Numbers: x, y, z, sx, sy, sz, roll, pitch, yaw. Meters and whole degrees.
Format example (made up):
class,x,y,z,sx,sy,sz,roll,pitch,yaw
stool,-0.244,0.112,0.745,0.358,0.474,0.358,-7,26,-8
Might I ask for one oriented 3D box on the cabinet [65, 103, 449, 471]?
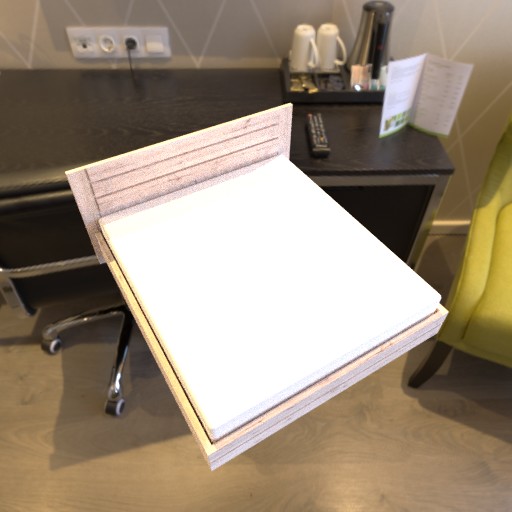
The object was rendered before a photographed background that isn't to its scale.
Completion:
class,x,y,z,sx,sy,sz,roll,pitch,yaw
cabinet,0.000,0.000,3.257,1.950,0.970,2.080,-24,51,-21
